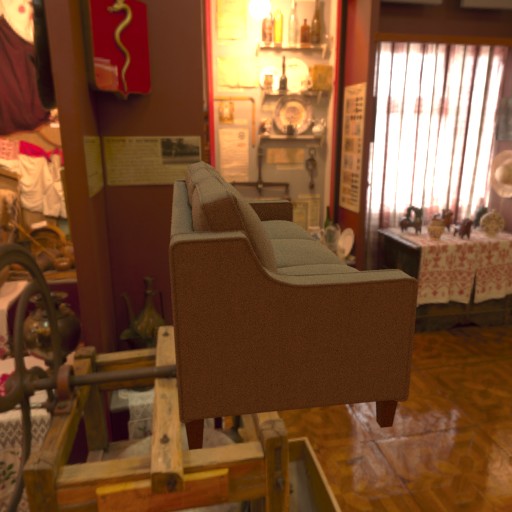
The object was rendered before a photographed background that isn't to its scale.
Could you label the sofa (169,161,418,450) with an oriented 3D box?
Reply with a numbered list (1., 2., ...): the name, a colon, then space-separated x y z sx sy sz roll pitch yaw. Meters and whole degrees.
1. sofa: 0.000 0.000 2.528 0.911 0.974 1.986 -3 16 -9
